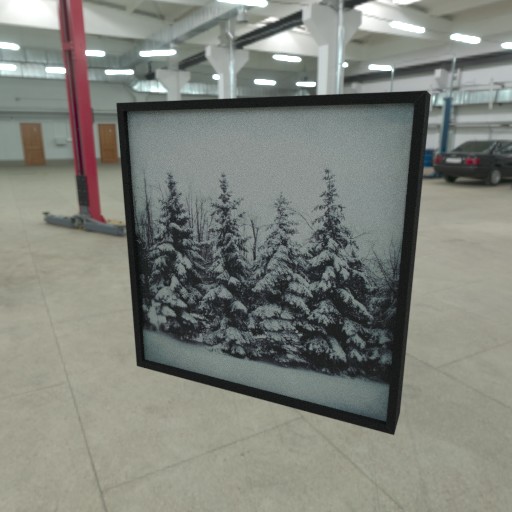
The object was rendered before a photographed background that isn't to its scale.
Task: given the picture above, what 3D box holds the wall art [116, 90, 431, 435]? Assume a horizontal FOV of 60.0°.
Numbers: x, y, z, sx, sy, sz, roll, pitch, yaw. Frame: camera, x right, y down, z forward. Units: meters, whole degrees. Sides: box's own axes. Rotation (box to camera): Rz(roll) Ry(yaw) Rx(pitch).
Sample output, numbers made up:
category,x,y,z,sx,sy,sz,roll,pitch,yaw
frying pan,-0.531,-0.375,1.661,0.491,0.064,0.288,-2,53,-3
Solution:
category,x,y,z,sx,sy,sz,roll,pitch,yaw
wall art,0.000,0.000,0.456,0.305,0.305,0.037,7,17,24
